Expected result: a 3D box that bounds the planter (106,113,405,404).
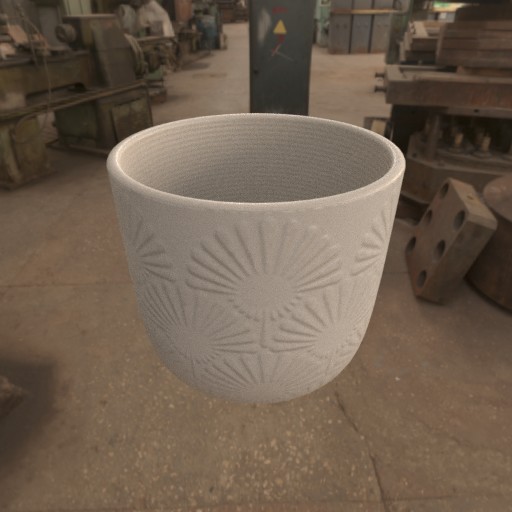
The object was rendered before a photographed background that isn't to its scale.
[{"bbox_3d":[0.000,0.000,0.218,0.124,0.109,0.124,0,31,0],"label":"planter"}]
